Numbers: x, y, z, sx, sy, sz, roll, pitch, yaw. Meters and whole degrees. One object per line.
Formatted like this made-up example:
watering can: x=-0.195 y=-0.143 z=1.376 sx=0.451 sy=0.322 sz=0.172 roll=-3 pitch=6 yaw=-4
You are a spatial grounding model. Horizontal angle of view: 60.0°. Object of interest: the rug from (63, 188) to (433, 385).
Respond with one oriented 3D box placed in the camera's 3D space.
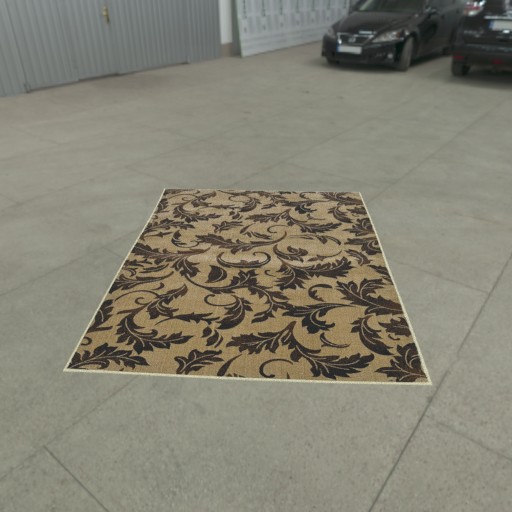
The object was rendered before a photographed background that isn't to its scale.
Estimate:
rug: x=0.000 y=0.000 z=4.079 sx=2.380 sy=0.008 sz=2.977 roll=1 pitch=32 yaw=2
